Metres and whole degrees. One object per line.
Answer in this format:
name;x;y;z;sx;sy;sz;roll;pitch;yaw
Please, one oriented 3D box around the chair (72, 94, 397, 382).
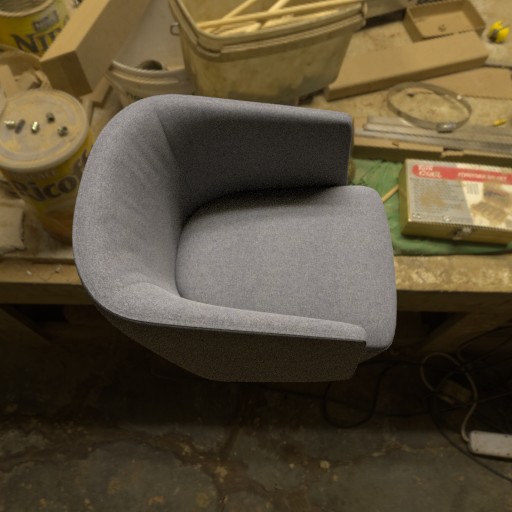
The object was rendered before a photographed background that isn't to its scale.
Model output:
chair;0.000;0.000;1.599;0.986;0.861;0.822;2;64;1
